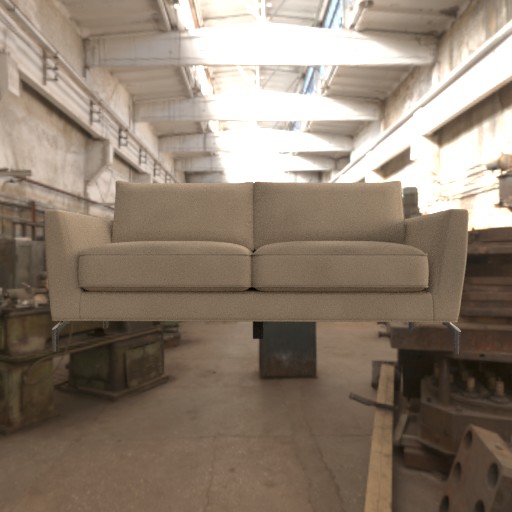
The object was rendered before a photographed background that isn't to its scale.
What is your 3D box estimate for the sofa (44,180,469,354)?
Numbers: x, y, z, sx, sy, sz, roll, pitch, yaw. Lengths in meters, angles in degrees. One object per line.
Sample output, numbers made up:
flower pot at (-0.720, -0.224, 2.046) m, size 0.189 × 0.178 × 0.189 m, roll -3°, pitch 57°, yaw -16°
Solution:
sofa at (0.000, 0.000, 2.702) m, size 2.214 × 1.005 × 0.868 m, roll 0°, pitch 0°, yaw 1°
